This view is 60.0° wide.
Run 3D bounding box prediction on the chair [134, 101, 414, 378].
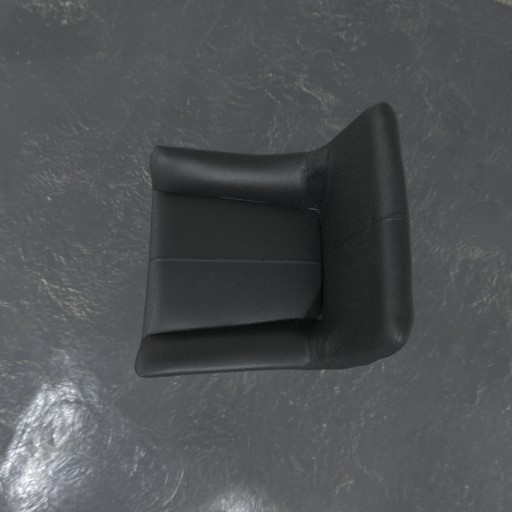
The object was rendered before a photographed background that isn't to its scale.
[{"bbox_3d":[0.000,0.000,1.562,0.826,0.922,0.836,1,76,0],"label":"chair"}]
